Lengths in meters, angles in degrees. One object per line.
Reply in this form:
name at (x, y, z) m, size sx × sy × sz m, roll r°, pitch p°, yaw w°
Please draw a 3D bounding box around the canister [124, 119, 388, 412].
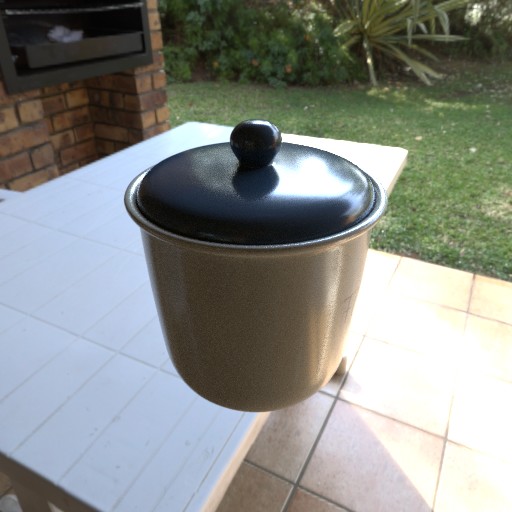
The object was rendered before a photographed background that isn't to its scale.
canister at (0.000, 0.000, 0.345) m, size 0.182 × 0.208 × 0.182 m, roll 0°, pitch 31°, yaw 0°
